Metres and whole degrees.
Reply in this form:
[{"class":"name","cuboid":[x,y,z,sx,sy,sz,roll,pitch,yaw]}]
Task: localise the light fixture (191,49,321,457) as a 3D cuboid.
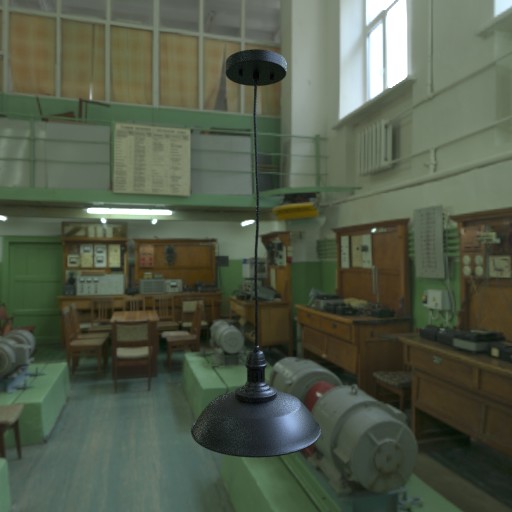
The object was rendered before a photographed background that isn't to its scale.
[{"class":"light fixture","cuboid":[0.000,0.000,1.141,0.331,0.993,0.331,0,0,-17]}]
